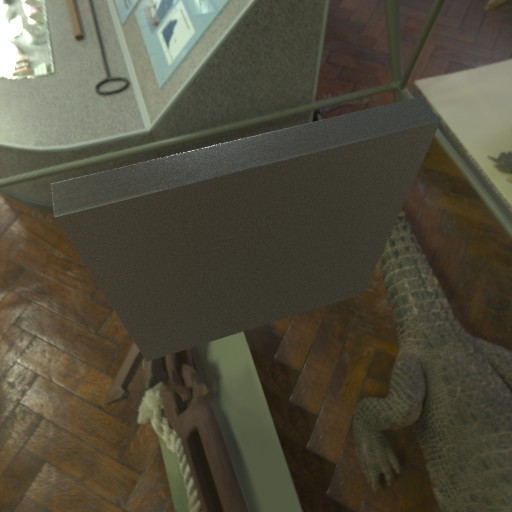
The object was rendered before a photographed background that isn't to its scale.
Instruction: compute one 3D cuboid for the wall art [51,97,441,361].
[{"bbox_3d":[0.000,0.000,0.539,0.350,0.350,0.038,-16,59,-10],"label":"wall art"}]
